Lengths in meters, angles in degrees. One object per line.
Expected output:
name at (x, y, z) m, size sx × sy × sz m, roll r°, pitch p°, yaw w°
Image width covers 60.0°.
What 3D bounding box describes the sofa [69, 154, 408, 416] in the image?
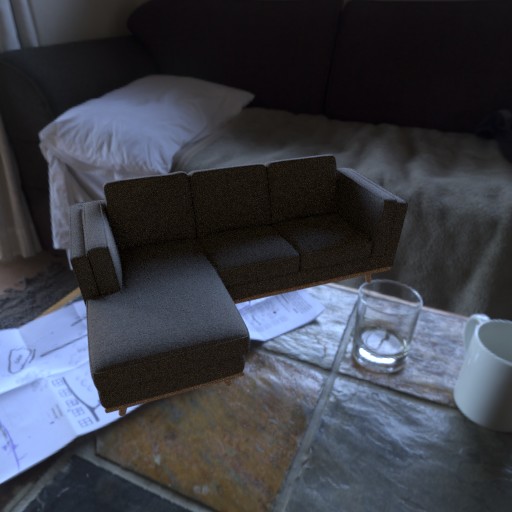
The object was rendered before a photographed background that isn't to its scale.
sofa at (0.000, 0.000, 3.177) m, size 2.411 × 0.929 × 1.604 m, roll -11°, pitch 32°, yaw -18°
